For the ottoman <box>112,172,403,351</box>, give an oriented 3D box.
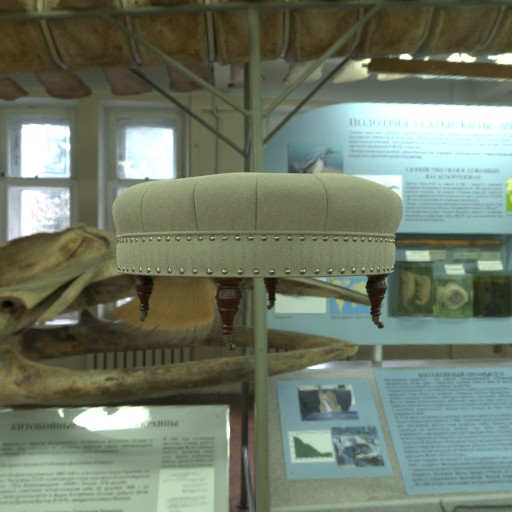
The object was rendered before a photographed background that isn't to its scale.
[{"bbox_3d":[0.000,0.000,1.420,0.901,0.439,0.901,0,0,0],"label":"ottoman"}]
